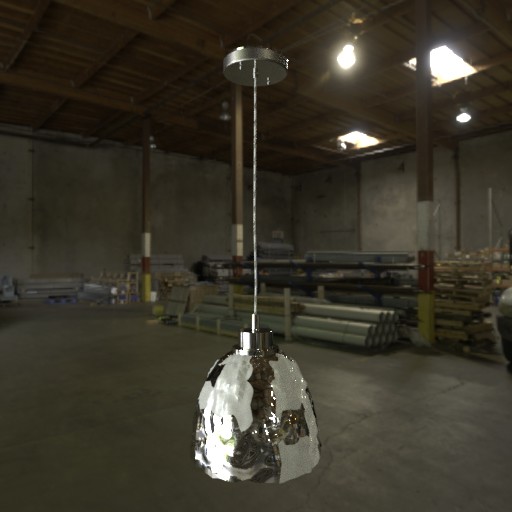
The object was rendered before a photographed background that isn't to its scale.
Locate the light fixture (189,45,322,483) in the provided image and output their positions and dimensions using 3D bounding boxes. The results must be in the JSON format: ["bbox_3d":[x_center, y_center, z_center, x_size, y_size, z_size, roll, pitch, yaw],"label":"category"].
[{"bbox_3d":[0.000,0.000,1.708,0.500,1.511,0.496,0,-1,37],"label":"light fixture"}]
